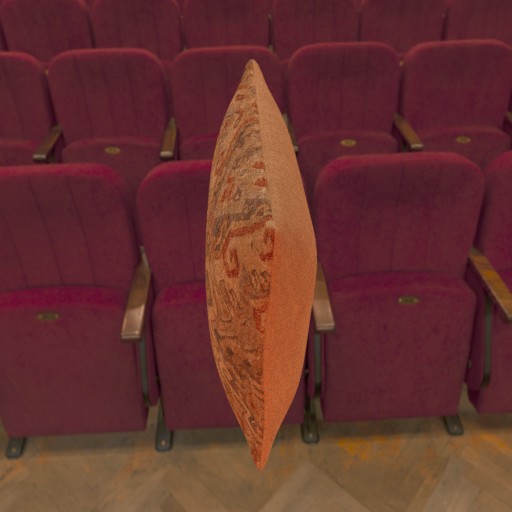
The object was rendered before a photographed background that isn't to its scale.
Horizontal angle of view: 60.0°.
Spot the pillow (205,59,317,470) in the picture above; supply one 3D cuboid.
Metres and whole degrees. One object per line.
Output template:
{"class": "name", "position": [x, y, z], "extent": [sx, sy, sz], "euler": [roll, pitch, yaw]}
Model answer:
{"class": "pillow", "position": [0.000, 0.000, 0.769], "extent": [0.166, 0.506, 0.523], "euler": [-2, 41, -2]}
